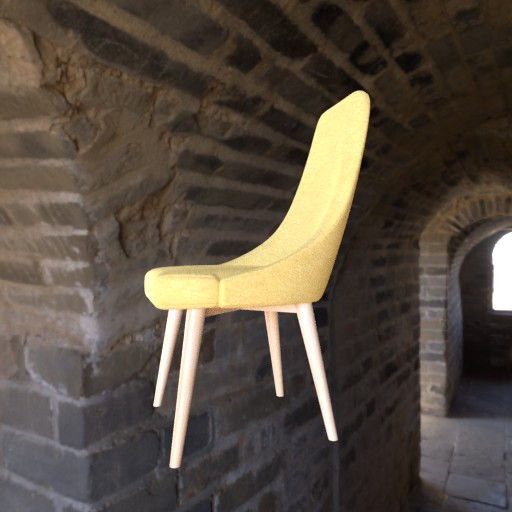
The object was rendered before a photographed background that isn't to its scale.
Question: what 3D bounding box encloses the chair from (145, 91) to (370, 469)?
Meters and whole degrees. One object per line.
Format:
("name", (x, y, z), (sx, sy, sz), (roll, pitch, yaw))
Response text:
("chair", (0.000, 0.000, 1.393), (0.660, 1.040, 0.510), (0, 0, -18))
